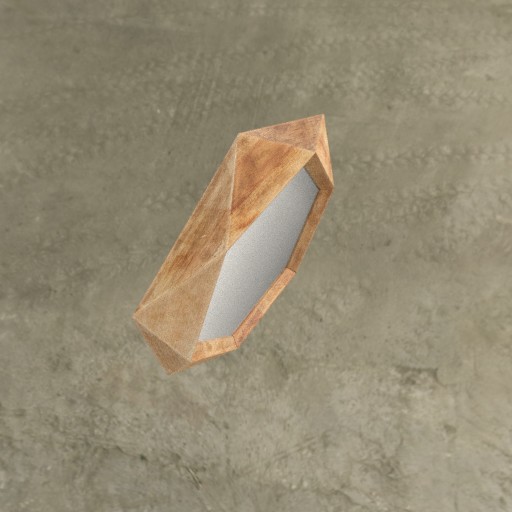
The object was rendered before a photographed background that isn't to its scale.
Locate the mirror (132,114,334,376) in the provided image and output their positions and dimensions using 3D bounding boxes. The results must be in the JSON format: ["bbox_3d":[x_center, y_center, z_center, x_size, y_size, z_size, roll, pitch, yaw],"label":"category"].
[{"bbox_3d":[0.000,0.000,1.117,0.091,0.779,0.675,32,64,18],"label":"mirror"}]
